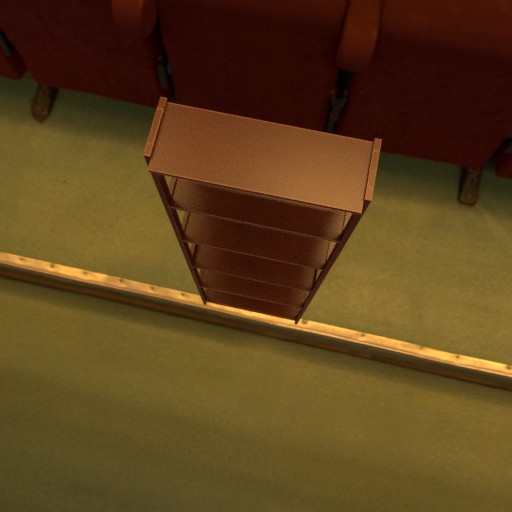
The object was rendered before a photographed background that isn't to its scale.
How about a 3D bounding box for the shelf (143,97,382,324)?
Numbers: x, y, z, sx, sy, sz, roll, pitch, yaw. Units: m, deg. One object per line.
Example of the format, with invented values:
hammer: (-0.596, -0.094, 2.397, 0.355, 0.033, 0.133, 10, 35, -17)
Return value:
shelf: (0.000, 0.000, 2.162, 0.660, 1.892, 0.381, 12, 77, 3)
